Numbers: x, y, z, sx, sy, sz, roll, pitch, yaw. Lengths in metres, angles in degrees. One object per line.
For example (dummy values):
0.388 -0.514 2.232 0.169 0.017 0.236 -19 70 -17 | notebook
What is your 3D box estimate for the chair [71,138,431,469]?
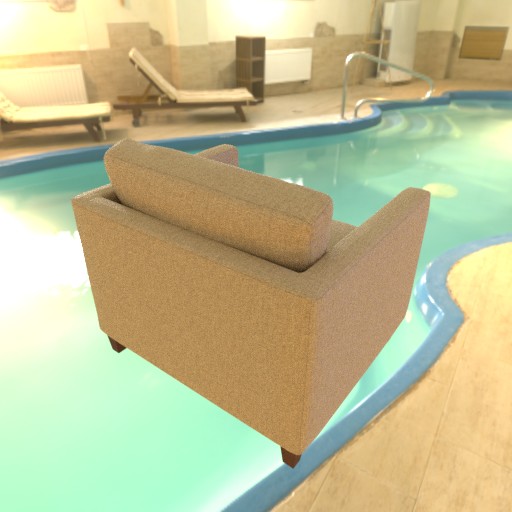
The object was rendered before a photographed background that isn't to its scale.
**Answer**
0.000 0.000 1.857 1.107 0.961 0.959 21 36 31 | chair
